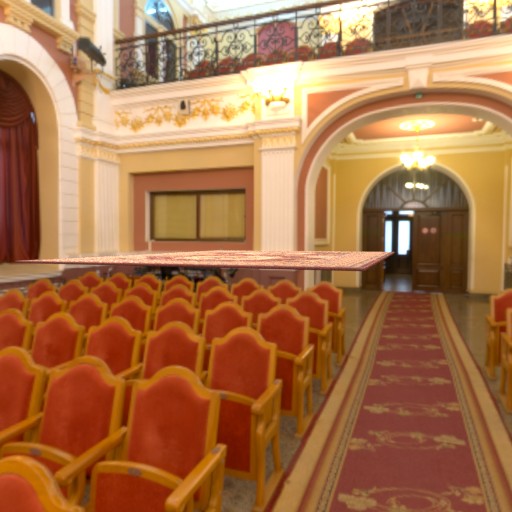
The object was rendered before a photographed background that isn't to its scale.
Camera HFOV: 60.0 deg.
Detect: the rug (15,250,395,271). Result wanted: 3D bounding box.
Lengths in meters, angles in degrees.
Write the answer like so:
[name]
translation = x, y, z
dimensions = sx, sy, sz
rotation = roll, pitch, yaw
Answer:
[rug]
translation = 0.000, 0.000, 2.843
dimensions = 1.599, 0.011, 2.210
rotation = 1, 2, 20
